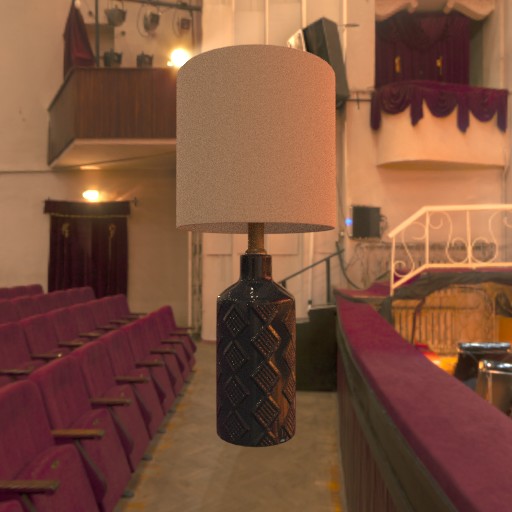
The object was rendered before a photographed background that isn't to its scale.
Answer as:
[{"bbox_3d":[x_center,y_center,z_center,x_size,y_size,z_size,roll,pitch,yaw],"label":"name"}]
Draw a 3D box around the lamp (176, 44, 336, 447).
[{"bbox_3d":[0.000,0.000,0.584,0.207,0.461,0.207,0,-1,0],"label":"lamp"}]
